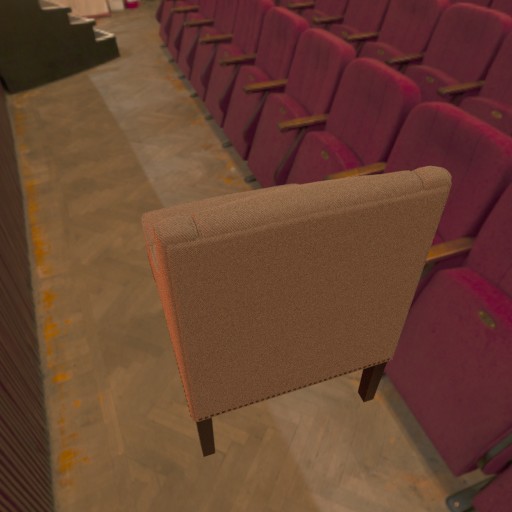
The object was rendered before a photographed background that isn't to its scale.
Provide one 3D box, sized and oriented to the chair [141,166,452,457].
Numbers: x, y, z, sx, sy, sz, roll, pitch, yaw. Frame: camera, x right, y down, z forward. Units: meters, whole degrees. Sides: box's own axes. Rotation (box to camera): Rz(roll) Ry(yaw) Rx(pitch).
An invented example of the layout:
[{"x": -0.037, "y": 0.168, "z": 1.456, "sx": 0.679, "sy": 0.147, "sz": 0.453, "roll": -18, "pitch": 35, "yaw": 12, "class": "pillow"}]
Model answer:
[{"x": 0.000, "y": 0.000, "z": 1.381, "sx": 0.628, "sy": 0.872, "sz": 0.748, "roll": -13, "pitch": 43, "yaw": -14, "class": "chair"}]
